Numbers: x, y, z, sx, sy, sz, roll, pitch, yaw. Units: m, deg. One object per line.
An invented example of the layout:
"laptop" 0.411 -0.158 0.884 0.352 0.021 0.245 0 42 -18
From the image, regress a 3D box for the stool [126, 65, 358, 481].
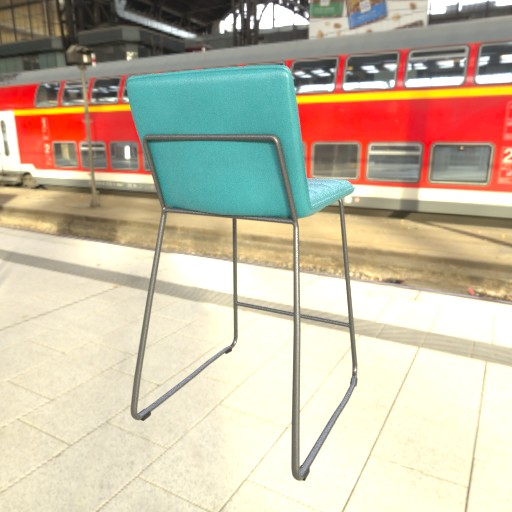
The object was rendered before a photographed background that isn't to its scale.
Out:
"stool" 0.000 0.000 1.179 0.489 0.866 0.524 8 17 27
